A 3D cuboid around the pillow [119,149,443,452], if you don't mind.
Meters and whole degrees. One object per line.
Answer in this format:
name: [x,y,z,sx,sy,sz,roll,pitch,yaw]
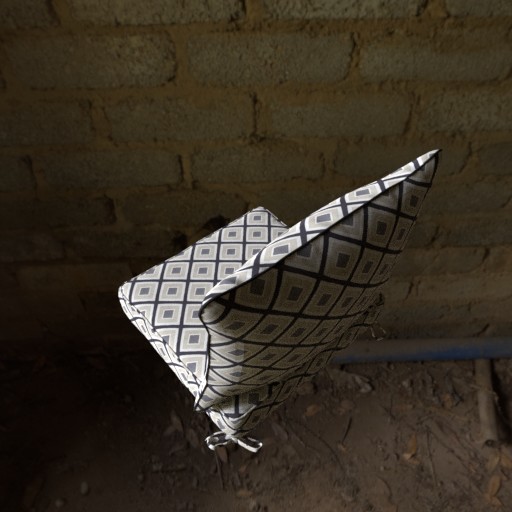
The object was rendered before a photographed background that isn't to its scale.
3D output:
pillow: [0.000,0.000,1.348,0.798,0.722,0.733,-33,55,-27]
